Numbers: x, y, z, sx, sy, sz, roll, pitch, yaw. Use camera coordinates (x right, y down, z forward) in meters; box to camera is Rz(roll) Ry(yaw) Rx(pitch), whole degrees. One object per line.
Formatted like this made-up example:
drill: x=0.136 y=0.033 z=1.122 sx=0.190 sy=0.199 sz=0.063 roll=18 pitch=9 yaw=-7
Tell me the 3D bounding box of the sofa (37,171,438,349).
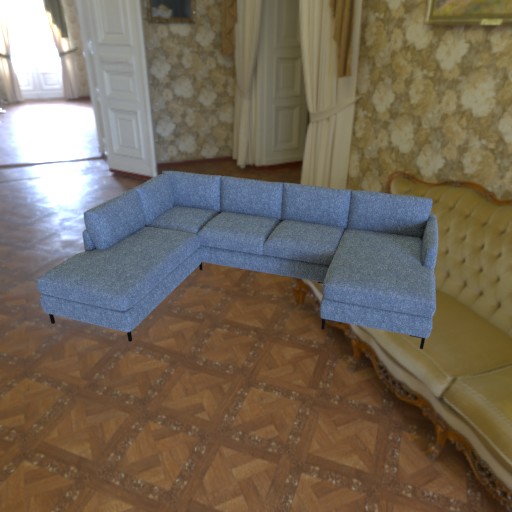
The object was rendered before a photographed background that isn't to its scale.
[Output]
sofa: x=0.000 y=0.000 z=3.563 sx=2.737 sy=0.756 sz=1.879 roll=9 pitch=28 yaw=17
